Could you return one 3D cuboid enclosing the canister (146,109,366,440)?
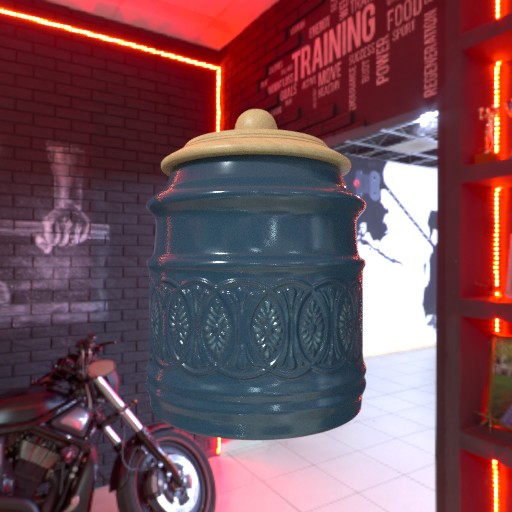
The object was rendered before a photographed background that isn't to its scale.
[{"bbox_3d":[0.000,0.000,0.269,0.130,0.176,0.130,0,0,0],"label":"canister"}]
